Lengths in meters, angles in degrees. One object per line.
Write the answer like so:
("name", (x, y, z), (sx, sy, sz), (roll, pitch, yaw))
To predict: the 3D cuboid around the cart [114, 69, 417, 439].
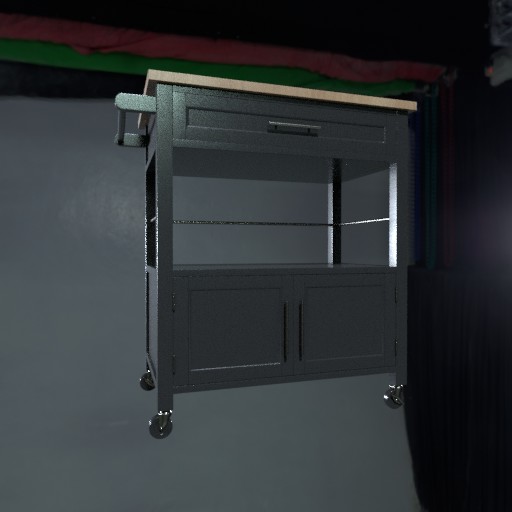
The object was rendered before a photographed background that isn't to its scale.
("cart", (0.000, 0.000, 1.386), (0.840, 0.901, 0.459), (0, 1, -18))
